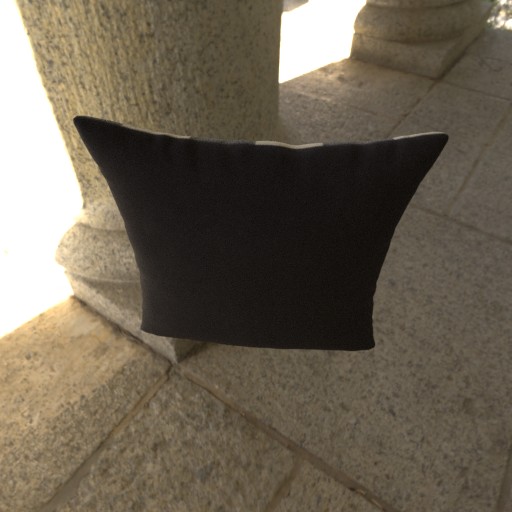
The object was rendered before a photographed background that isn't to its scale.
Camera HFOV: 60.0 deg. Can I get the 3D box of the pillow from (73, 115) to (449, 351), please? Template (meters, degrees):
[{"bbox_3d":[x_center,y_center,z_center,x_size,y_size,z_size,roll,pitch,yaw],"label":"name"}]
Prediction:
[{"bbox_3d":[0.000,0.000,0.780,0.511,0.509,0.161,4,46,4],"label":"pillow"}]
